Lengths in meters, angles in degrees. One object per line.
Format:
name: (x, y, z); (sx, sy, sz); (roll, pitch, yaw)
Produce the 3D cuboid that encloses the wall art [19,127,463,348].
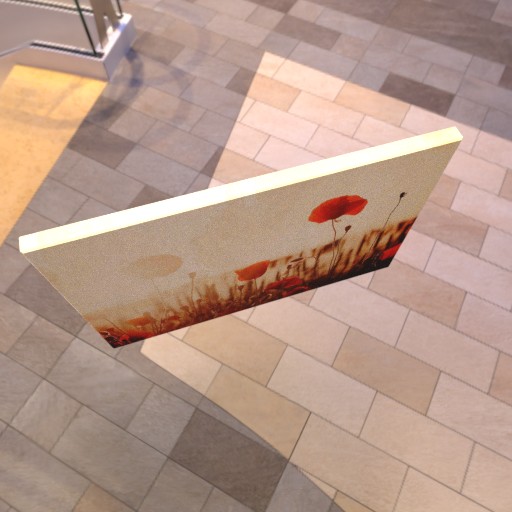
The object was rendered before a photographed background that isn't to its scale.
wall art: (0.000, 0.000, 1.149); (0.918, 0.602, 0.038); (-16, 63, -8)
